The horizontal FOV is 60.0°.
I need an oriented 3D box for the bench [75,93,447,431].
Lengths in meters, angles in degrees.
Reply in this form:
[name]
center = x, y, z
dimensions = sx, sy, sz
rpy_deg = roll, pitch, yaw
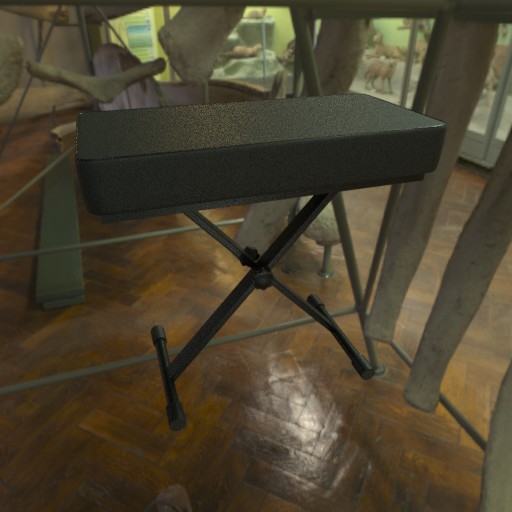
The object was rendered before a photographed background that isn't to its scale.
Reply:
[bench]
center = 0.000, 0.000, 0.920
dimensions = 0.600, 0.561, 0.300
rpy_deg = -10, 32, -16
